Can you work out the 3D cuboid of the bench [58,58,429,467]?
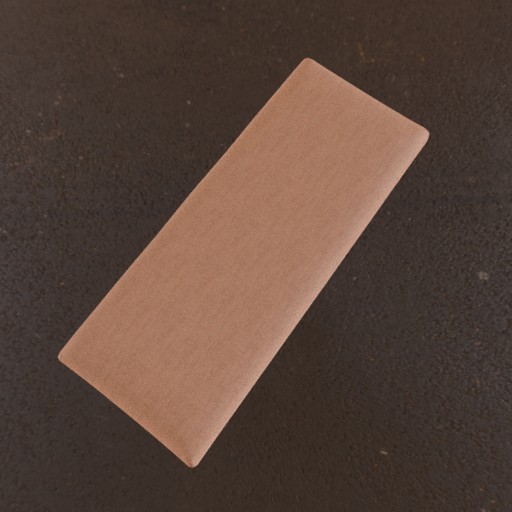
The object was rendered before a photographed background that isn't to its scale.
[{"bbox_3d":[0.000,0.000,1.260,0.407,0.456,1.013,35,78,9],"label":"bench"}]
